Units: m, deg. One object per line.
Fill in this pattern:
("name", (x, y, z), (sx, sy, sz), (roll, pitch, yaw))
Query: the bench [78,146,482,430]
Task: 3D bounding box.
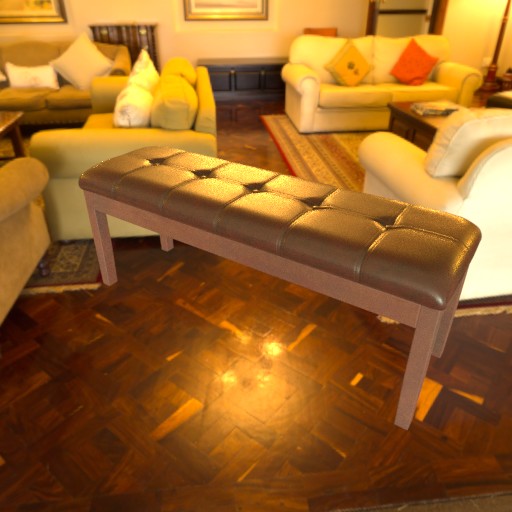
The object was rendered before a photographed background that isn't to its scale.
("bench", (0.000, 0.000, 1.481), (1.259, 0.491, 0.401), (19, 36, 29))
